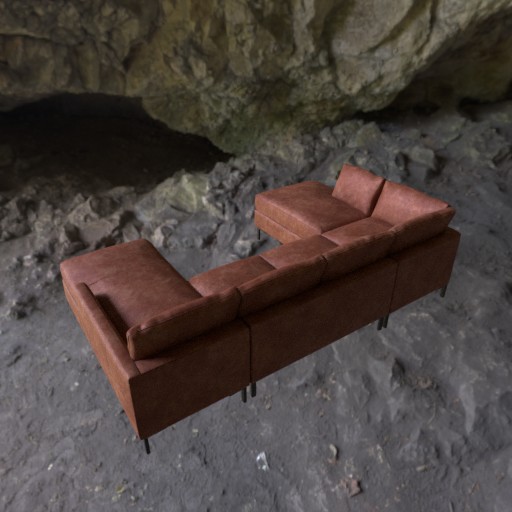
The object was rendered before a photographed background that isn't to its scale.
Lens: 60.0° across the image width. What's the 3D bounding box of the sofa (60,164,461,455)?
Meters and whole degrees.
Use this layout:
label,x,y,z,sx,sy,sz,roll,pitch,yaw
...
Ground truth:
label,x,y,z,sx,sy,sz,roll,pitch,yaw
sofa,0.000,0.000,3.804,2.956,0.900,1.939,-19,36,-29
